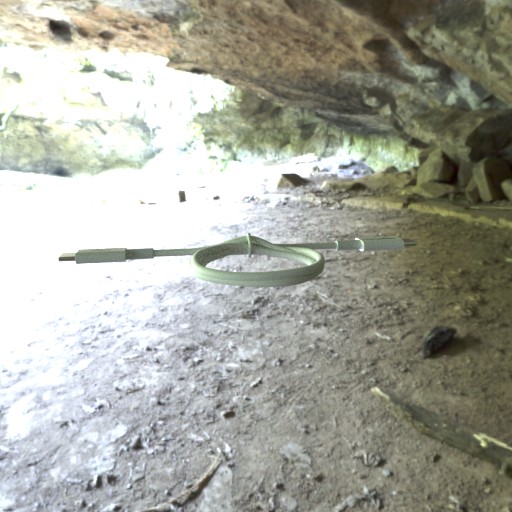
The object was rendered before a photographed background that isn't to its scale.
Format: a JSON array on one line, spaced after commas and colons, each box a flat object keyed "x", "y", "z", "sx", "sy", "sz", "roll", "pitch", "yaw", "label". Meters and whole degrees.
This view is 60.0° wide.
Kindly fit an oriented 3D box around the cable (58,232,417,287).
[{"x": 0.000, "y": 0.000, "z": 0.228, "sx": 0.203, "sy": 0.014, "sz": 0.070, "roll": -3, "pitch": 16, "yaw": -10, "label": "cable"}]
